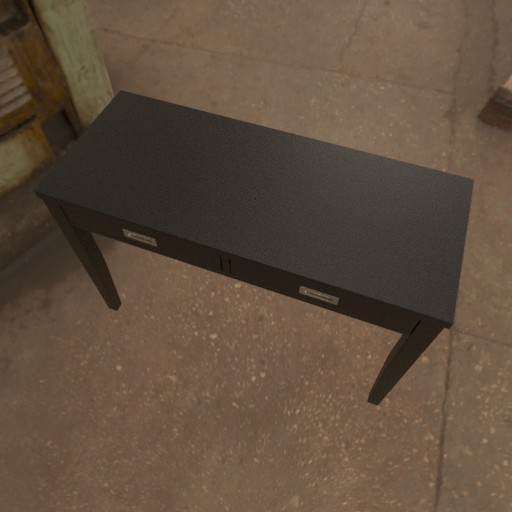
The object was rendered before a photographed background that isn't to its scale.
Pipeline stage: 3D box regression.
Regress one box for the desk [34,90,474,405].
[{"bbox_3d":[0.000,0.000,1.647,1.220,0.775,0.508,17,58,11],"label":"desk"}]
